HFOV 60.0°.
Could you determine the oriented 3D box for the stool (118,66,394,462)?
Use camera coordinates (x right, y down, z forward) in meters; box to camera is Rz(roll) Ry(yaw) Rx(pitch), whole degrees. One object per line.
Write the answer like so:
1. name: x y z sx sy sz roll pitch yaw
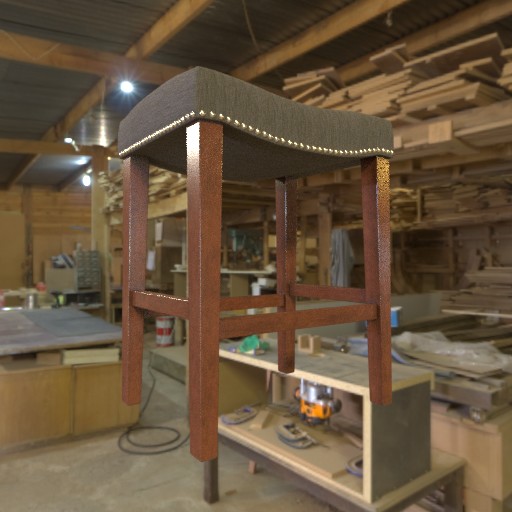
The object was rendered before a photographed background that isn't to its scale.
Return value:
1. stool: 0.000 0.000 0.985 0.504 0.654 0.372 0 0 -36
